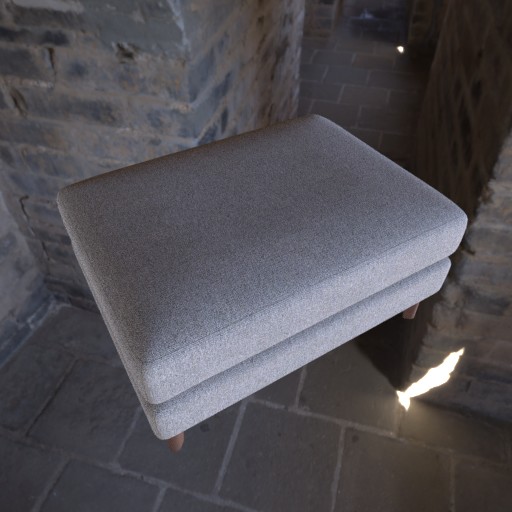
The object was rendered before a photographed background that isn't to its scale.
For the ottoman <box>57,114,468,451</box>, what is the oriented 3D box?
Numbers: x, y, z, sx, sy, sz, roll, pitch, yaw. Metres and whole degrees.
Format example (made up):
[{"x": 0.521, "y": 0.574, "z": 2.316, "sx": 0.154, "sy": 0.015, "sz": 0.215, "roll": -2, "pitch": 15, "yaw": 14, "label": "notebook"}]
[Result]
[{"x": 0.000, "y": 0.000, "z": 1.178, "sx": 0.821, "sy": 0.441, "sz": 0.611, "roll": -23, "pitch": 49, "yaw": -22, "label": "ottoman"}]
